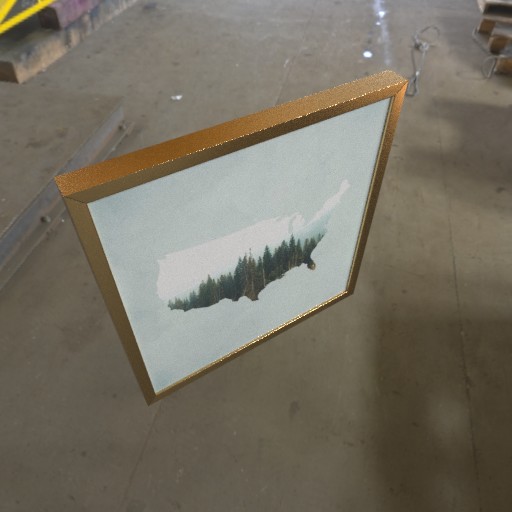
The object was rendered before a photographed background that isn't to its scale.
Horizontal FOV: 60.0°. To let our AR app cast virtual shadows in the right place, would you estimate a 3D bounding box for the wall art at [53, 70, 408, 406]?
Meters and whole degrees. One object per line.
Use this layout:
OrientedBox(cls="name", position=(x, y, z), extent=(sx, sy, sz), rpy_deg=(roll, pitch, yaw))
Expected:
OrientedBox(cls="wall art", position=(0.000, 0.000, 0.761), extent=(0.509, 0.509, 0.040), rpy_deg=(-25, 52, -21))
